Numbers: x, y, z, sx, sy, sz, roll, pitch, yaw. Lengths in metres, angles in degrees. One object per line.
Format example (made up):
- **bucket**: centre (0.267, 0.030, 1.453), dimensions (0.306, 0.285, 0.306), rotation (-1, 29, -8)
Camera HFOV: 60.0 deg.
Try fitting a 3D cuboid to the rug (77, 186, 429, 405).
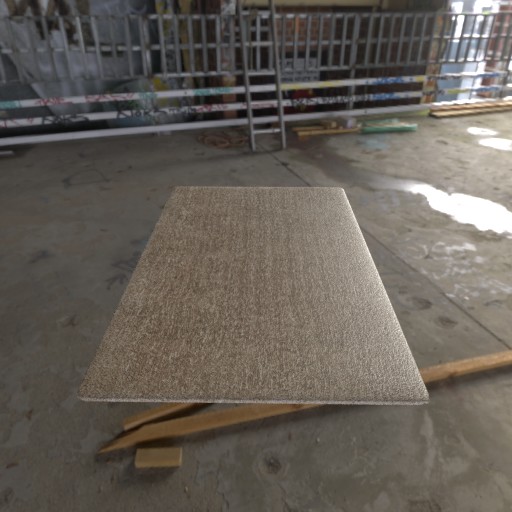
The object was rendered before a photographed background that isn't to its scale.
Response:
- **rug**: centre (0.000, 0.000, 2.963), dimensions (1.539, 0.024, 2.469), rotation (0, 30, 1)
